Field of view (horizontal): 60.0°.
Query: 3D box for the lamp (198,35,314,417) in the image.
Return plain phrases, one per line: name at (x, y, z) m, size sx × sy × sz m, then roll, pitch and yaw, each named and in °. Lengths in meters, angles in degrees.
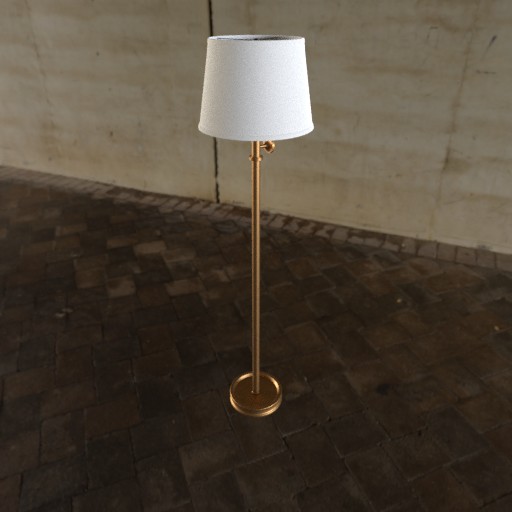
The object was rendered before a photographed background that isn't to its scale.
lamp at (0.000, 0.000, 0.802) m, size 0.178 × 0.710 × 0.178 m, roll 0°, pitch 29°, yaw 0°
